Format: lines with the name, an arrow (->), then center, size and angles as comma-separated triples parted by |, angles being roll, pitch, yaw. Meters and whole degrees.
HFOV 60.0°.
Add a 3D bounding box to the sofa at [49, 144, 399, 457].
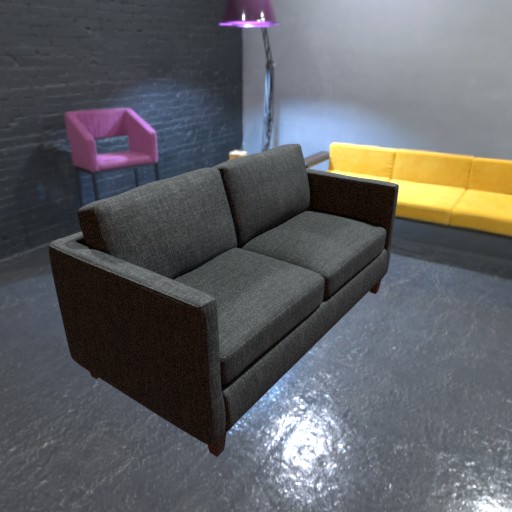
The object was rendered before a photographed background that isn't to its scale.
sofa -> 0.000, 0.000, 2.483 | 0.950, 0.963, 1.884 | 17, 30, 32
